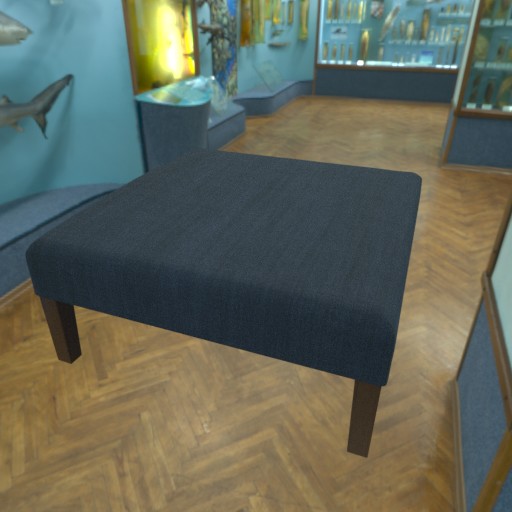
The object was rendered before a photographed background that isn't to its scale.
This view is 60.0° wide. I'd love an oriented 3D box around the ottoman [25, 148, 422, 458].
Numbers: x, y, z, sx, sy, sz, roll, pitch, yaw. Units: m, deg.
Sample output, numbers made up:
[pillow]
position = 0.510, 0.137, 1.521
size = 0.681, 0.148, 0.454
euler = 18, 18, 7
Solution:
[ottoman]
position = 0.000, 0.000, 1.375
size = 0.889, 0.411, 0.890
euler = 11, 31, 18
